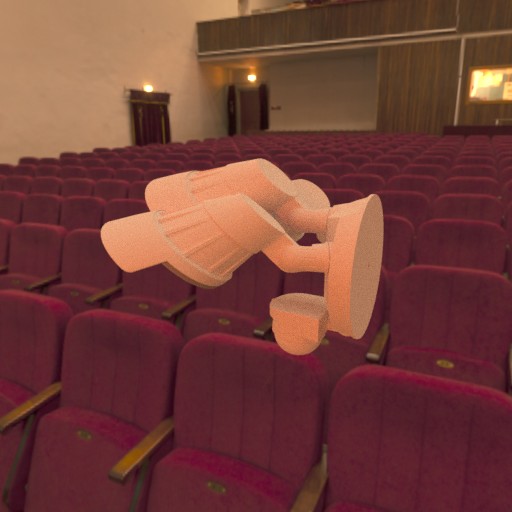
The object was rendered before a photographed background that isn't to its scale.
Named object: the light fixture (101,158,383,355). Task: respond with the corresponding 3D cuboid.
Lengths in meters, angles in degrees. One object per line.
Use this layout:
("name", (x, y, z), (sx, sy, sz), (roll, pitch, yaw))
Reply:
("light fixture", (0.000, 0.000, 0.551), (0.278, 0.237, 0.369), (7, 17, 25))
